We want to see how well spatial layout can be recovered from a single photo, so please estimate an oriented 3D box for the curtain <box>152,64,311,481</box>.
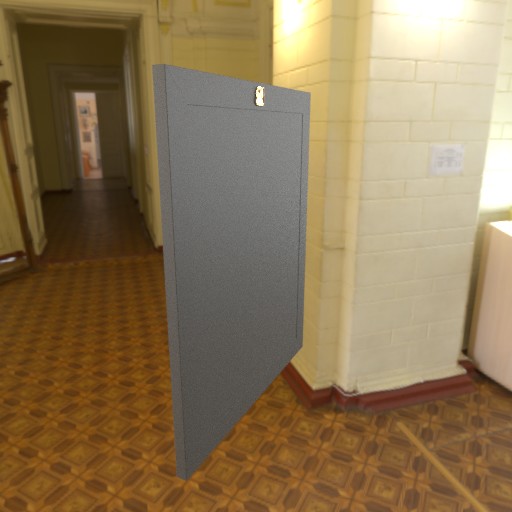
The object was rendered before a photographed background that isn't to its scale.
[{"bbox_3d":[0.000,0.000,0.800,0.027,0.585,0.483,8,18,26],"label":"curtain"}]
